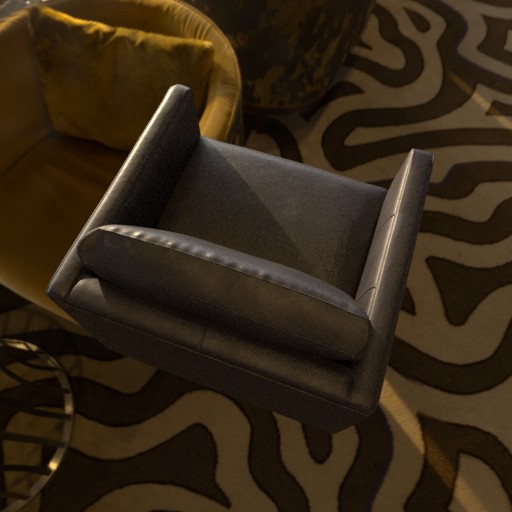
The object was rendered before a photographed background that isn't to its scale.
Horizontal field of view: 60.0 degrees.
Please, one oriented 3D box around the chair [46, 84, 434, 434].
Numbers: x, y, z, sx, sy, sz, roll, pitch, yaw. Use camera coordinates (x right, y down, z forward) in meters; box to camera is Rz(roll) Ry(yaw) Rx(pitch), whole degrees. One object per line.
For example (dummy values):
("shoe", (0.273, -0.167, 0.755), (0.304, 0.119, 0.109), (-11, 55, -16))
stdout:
("chair", (0.000, 0.000, 1.543), (0.939, 0.811, 0.862), (18, 65, 9))
